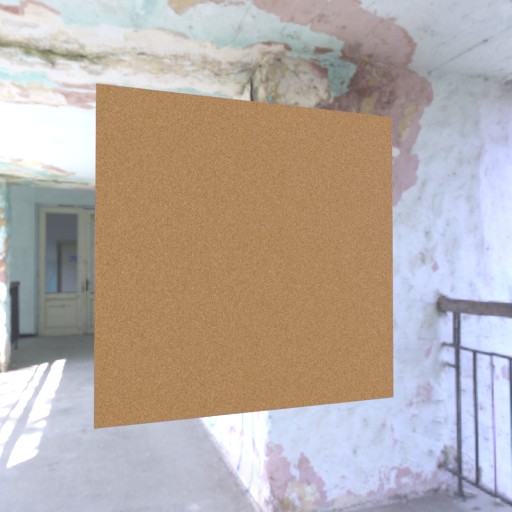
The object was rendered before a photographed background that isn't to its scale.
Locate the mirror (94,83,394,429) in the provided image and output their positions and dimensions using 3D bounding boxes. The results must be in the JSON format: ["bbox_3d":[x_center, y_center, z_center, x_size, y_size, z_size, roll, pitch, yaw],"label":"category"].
[{"bbox_3d":[0.000,0.000,1.180,0.804,0.804,0.061,0,-1,-17],"label":"mirror"}]
